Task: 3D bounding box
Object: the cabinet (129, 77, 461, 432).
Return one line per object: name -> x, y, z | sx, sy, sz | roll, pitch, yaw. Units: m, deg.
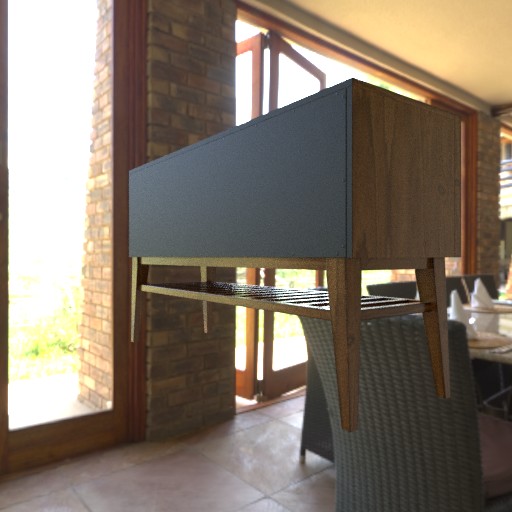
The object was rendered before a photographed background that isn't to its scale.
cabinet -> 0.000, 0.000, 1.683 | 0.477, 0.802, 1.363 | 0, 0, -37
